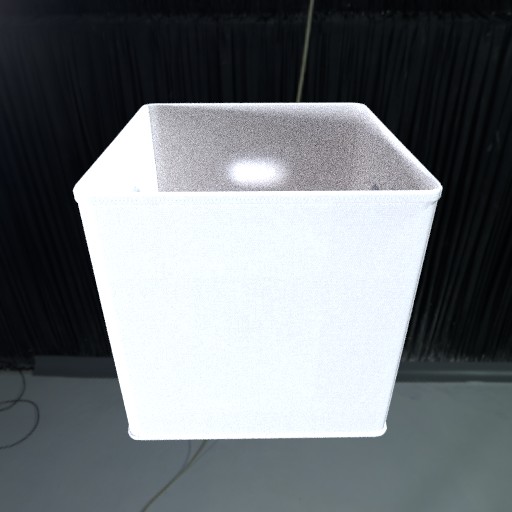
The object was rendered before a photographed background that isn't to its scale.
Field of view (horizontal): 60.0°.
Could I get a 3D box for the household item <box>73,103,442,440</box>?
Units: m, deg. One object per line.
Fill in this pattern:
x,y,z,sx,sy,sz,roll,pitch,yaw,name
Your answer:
0.000,0.000,0.557,0.305,0.305,0.305,0,32,-1,household item
